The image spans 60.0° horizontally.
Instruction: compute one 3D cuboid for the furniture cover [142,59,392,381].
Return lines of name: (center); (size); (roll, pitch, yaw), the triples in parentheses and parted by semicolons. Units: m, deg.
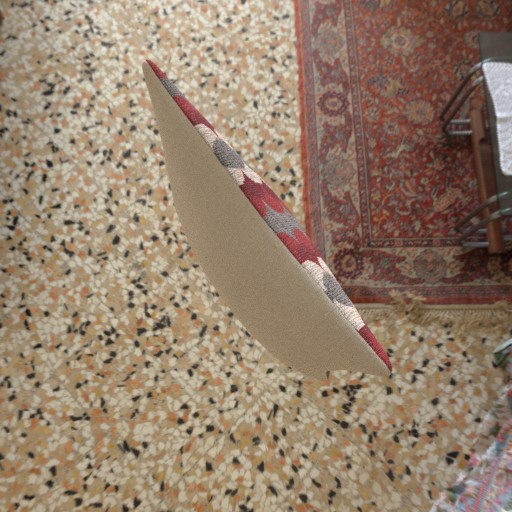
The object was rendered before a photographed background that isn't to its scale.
furniture cover: (0.000, 0.000, 0.648); (0.145, 0.420, 0.435); (-35, 77, -9)
